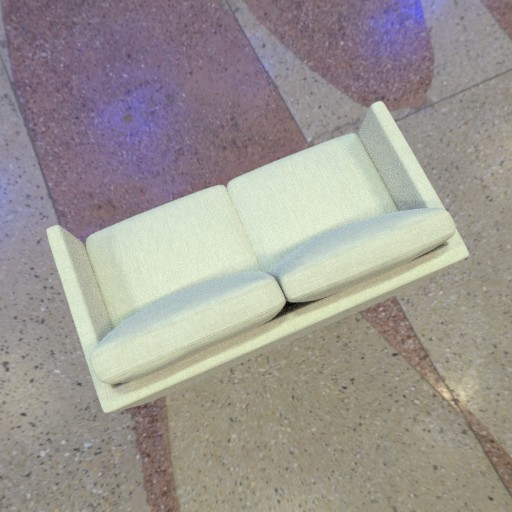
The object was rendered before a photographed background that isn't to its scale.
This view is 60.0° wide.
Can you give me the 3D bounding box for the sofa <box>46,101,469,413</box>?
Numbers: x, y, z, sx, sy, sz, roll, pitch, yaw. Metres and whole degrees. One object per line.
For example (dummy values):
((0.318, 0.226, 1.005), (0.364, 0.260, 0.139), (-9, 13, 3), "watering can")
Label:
((0.000, 0.000, 2.379), (1.838, 0.963, 0.950), (-22, 76, -6), "sofa")
